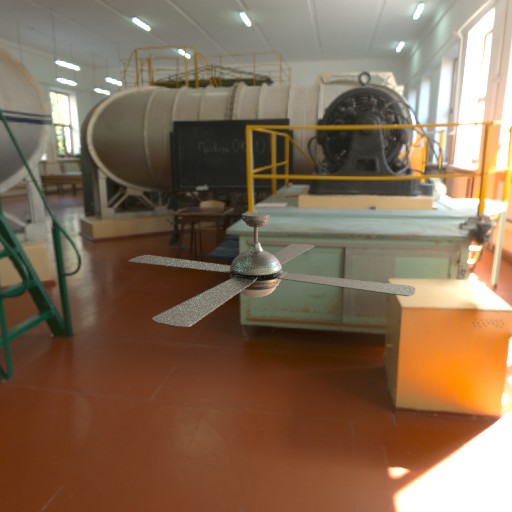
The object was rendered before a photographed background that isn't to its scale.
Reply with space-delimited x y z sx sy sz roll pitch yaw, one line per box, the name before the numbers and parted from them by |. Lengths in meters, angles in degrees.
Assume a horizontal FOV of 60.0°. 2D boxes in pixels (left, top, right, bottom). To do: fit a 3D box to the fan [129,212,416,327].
fan | 0.000 0.000 2.014 1.321 0.381 1.321 -13 18 -43
